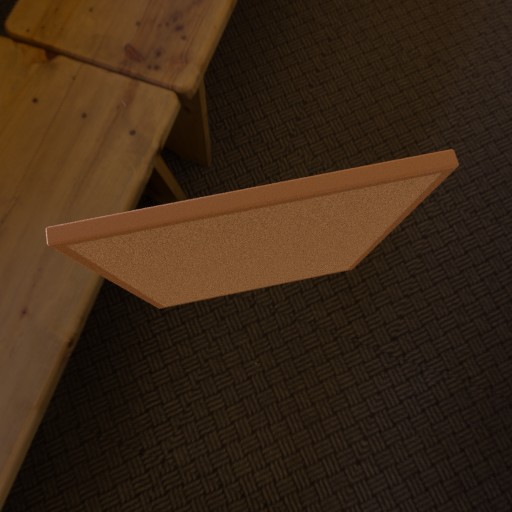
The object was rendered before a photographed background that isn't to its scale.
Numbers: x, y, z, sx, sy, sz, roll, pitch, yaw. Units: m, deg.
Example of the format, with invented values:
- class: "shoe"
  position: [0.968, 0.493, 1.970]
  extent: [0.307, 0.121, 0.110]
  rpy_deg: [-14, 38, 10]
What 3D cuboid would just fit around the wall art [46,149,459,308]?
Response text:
- class: "wall art"
  position: [0.000, 0.000, 0.512]
  extent: [0.310, 0.379, 0.015]
  rpy_deg: [-11, 77, -3]
